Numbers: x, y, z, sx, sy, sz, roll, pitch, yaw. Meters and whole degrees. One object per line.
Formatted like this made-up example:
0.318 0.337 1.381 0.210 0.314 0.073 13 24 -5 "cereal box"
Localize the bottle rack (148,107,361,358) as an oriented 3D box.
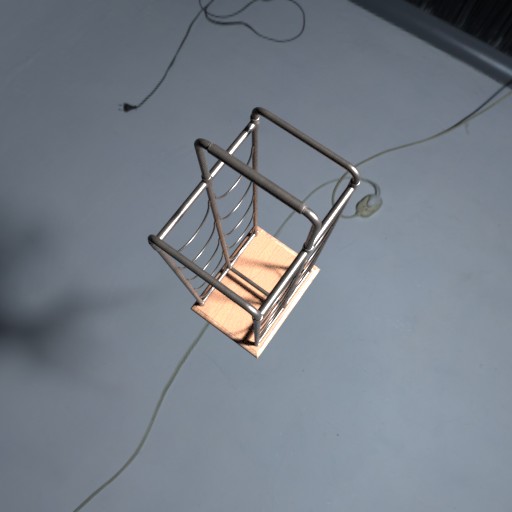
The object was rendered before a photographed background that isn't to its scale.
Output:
0.000 0.000 0.810 0.208 0.680 0.276 35 78 9 "bottle rack"
